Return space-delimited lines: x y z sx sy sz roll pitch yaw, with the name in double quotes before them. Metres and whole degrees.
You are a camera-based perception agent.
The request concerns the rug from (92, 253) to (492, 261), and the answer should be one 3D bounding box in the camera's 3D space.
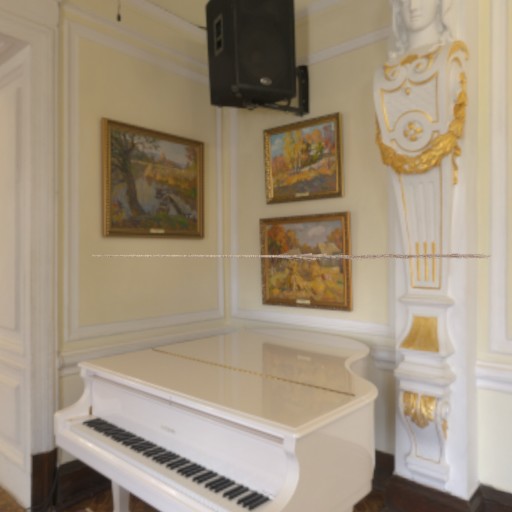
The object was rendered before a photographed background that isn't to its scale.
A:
"rug" 0.000 0.000 2.476 1.224 0.027 2.021 0 0 -36
